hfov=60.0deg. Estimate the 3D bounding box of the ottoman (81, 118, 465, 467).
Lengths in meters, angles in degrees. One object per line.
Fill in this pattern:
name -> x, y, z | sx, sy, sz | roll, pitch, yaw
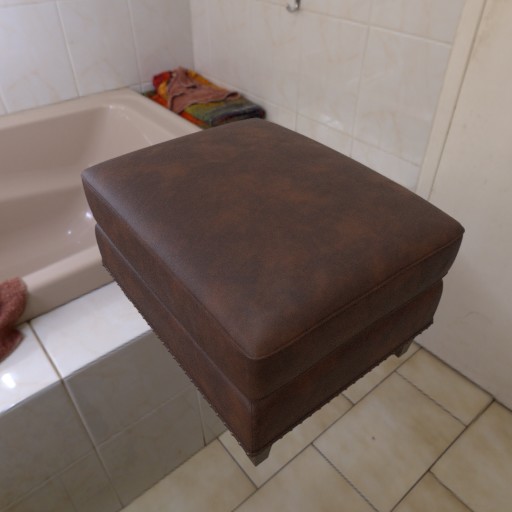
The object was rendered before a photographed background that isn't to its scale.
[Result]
ottoman -> 0.000, 0.000, 1.128 | 0.586, 0.486, 0.742 | -26, 46, -28
